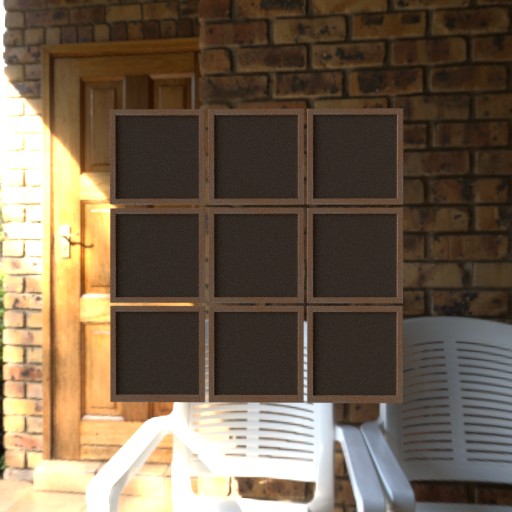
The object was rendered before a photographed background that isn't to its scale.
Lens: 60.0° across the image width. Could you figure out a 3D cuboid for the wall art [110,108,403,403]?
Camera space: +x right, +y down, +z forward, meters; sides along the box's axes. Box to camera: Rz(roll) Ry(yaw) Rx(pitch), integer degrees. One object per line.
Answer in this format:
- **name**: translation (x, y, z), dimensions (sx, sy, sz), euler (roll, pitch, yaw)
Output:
- **wall art**: translation (0.000, 0.000, 2.305), dimensions (1.520, 1.525, 0.013), euler (0, 0, 1)
